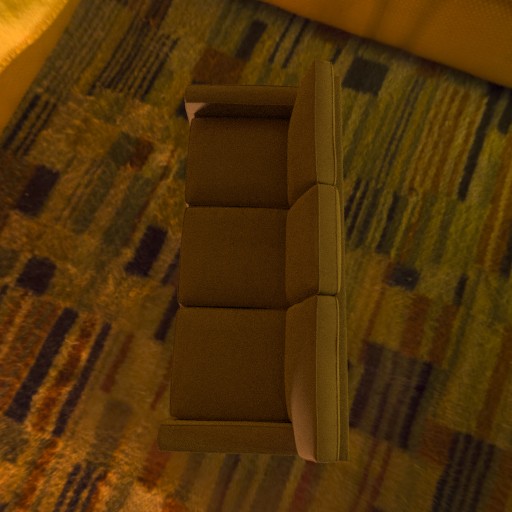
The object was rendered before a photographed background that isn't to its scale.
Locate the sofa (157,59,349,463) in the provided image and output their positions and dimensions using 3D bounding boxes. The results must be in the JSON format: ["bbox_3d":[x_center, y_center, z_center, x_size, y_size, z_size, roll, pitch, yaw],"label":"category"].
[{"bbox_3d":[0.000,0.000,2.556,0.936,0.862,2.093,2,76,0],"label":"sofa"}]
